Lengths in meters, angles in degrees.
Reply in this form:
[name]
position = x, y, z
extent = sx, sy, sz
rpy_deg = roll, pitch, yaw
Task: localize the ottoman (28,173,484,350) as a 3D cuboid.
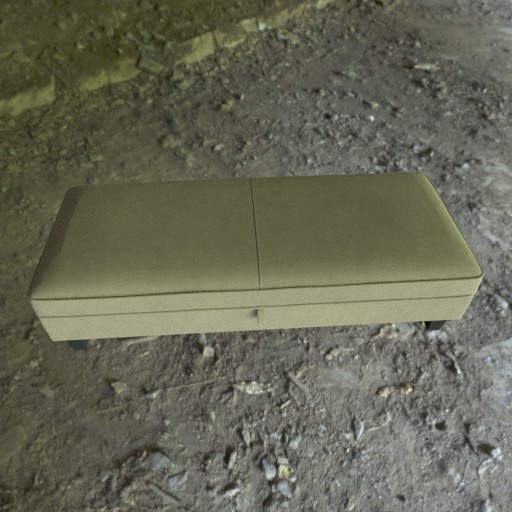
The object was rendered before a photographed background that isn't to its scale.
[ottoman]
position = 0.000, 0.000, 1.979
extent = 1.726, 0.460, 0.735
rpy_deg = -3, 45, -3
